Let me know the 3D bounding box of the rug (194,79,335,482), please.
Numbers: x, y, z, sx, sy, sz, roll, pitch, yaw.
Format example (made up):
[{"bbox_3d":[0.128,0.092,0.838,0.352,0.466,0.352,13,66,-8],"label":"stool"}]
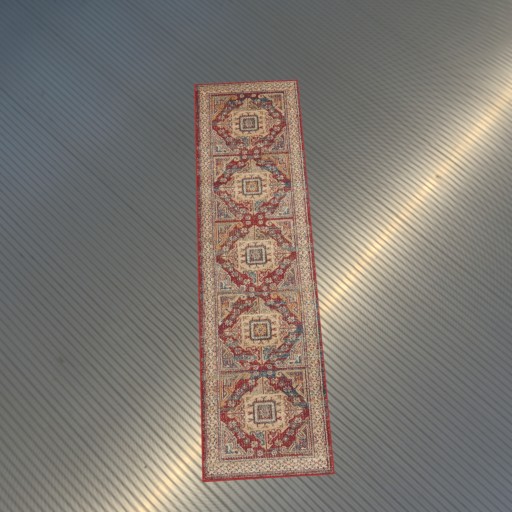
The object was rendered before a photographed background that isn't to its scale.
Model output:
[{"bbox_3d":[0.000,0.000,2.505,0.659,0.015,2.292,-3,74,-1],"label":"rug"}]
